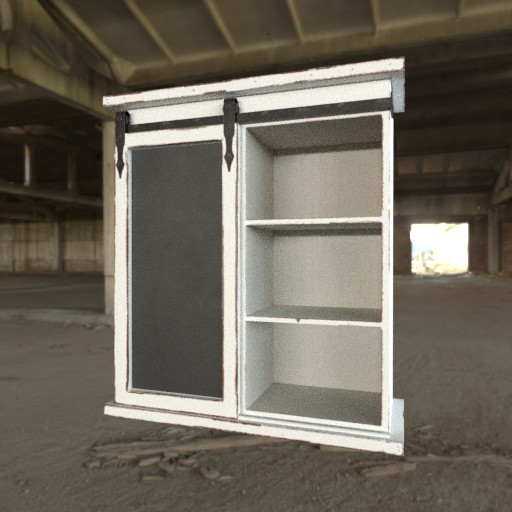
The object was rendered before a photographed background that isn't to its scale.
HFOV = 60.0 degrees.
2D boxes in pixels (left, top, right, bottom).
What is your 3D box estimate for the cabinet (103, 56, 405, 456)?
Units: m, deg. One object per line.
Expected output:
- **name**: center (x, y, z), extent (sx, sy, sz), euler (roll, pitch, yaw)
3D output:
- **cabinet**: center (0.000, 0.000, 0.854), extent (0.541, 0.603, 0.210), euler (0, 0, 18)
